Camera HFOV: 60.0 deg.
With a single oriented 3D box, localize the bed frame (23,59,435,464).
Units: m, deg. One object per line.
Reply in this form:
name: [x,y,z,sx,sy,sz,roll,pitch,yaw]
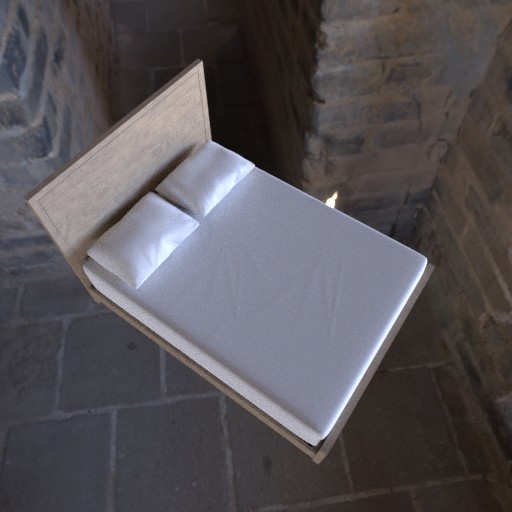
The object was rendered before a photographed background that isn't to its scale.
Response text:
bed frame: [0.000,0.000,3.171,2.189,1.369,1.606,31,63,18]
